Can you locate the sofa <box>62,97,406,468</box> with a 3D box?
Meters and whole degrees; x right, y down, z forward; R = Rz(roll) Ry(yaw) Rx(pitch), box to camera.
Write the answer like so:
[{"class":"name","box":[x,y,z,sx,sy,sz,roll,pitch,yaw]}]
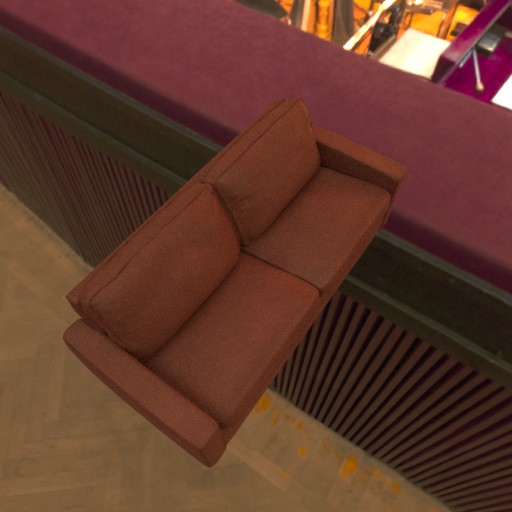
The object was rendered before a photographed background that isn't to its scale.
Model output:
[{"class":"sofa","box":[0.000,0.000,2.593,0.940,0.919,2.080,31,62,19]}]
